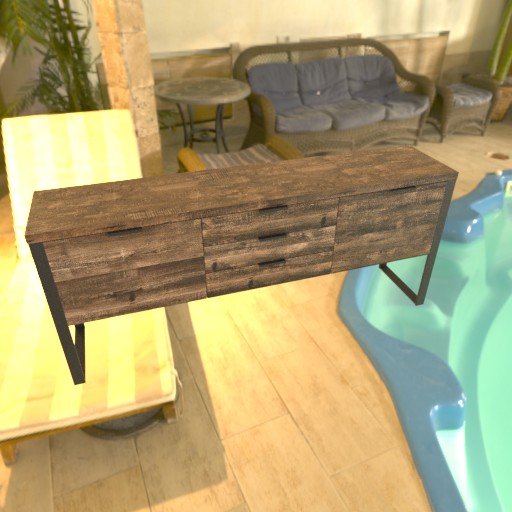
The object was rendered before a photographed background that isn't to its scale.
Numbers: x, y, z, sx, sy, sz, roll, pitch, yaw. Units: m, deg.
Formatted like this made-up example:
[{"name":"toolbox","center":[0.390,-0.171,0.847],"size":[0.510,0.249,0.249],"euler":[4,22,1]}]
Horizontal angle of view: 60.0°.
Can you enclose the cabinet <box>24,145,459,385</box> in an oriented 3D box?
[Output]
[{"name":"cabinet","center":[0.000,0.000,2.113],"size":[1.800,0.762,0.395],"euler":[-10,35,-15]}]
